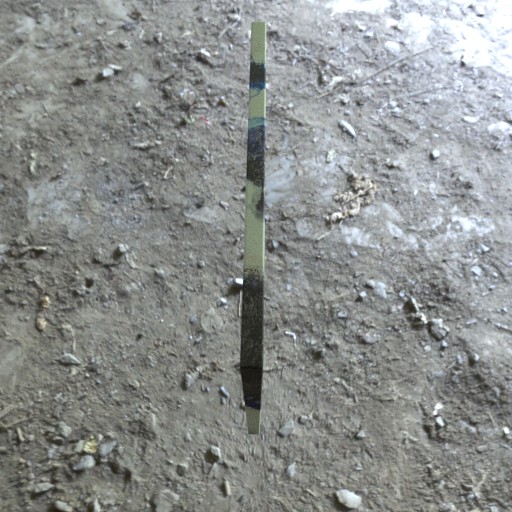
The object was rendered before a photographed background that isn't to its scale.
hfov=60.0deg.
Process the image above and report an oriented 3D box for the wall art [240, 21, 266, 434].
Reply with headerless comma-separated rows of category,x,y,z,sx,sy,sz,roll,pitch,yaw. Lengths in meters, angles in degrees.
wall art,0.000,0.000,1.311,0.038,0.885,0.887,1,62,0
